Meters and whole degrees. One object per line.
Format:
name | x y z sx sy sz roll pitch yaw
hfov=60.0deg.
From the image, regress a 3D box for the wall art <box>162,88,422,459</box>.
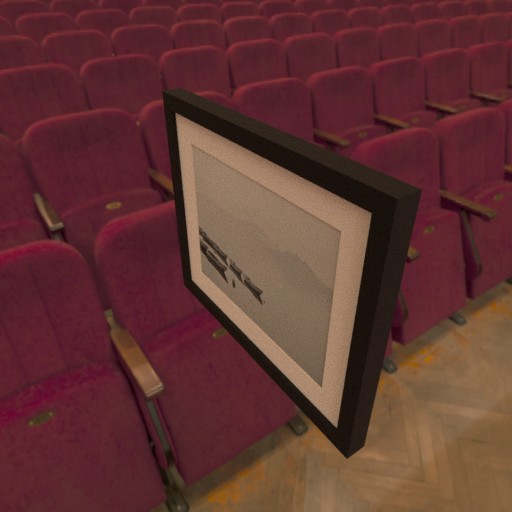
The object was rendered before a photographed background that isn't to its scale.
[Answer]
wall art | 0.000 0.000 0.553 0.028 0.325 0.397 -21 39 -29
